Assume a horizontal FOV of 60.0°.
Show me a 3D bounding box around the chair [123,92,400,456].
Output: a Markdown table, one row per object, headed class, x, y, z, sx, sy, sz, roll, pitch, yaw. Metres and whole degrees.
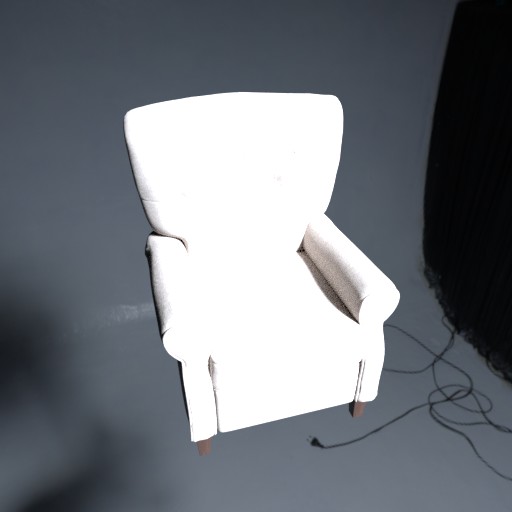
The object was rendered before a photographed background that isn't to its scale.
| class | x | y | z | sx | sy | sz | roll | pitch | yaw |
| --- | --- | --- | --- | --- | --- | --- | --- | --- | --- |
| chair | 0.000 | 0.000 | 1.907 | 0.942 | 1.209 | 1.025 | -8 | 32 | -13 |
